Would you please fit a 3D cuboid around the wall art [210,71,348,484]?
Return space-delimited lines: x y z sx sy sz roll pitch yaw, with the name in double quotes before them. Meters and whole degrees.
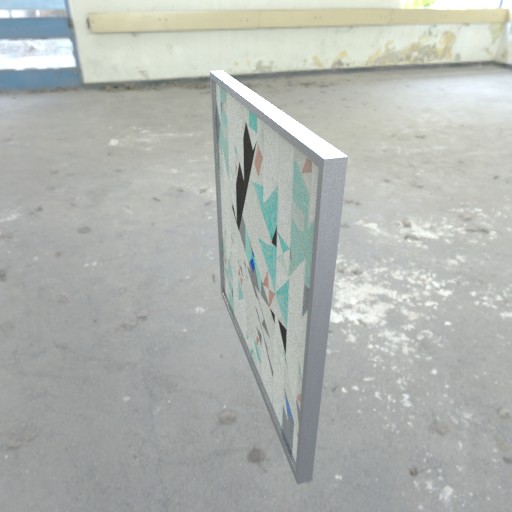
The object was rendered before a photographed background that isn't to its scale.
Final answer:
"wall art" 0.000 0.000 1.187 0.038 0.806 0.806 -9 33 -14
